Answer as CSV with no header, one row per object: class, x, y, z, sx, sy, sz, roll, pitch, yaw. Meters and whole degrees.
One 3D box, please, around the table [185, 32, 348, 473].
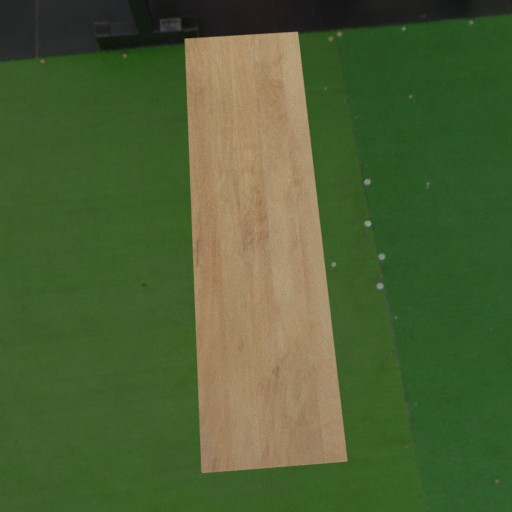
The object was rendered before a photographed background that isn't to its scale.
table,0.000,0.000,1.767,0.399,0.799,1.400,-4,75,-1
